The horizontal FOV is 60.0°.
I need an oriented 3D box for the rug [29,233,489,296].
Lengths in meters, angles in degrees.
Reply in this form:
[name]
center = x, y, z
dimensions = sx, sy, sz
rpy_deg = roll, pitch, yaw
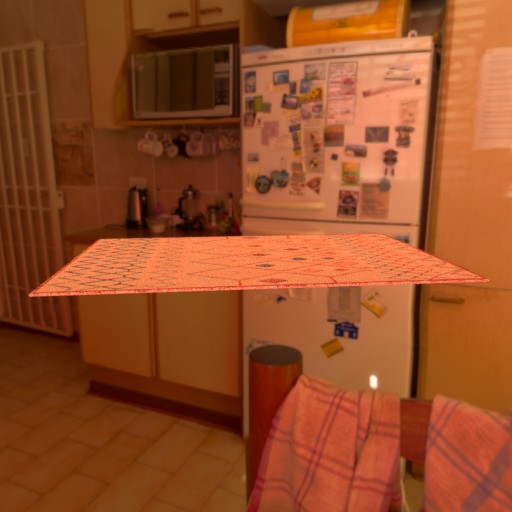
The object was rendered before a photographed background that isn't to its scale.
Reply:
[rug]
center = 0.000, 0.000, 3.064
dimensions = 2.438, 0.015, 1.524
rpy_deg = -1, 13, -6
